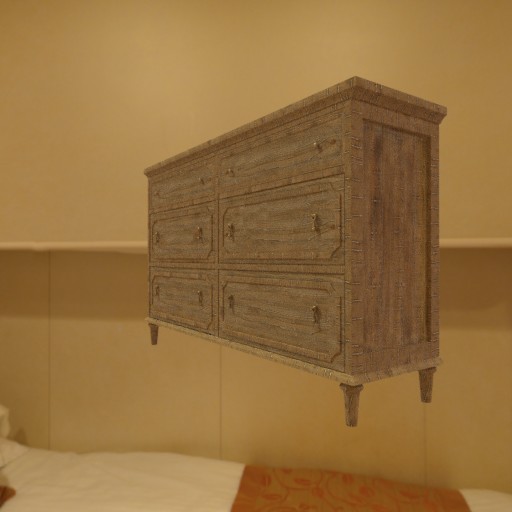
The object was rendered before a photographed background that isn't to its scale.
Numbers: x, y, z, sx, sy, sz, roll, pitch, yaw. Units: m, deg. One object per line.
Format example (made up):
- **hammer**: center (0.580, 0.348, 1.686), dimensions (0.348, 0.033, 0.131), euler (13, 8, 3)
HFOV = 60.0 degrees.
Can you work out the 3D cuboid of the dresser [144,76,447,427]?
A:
- **dresser**: center (0.000, 0.000, 2.051), dimensions (0.457, 1.016, 1.626), euler (0, 0, -35)
